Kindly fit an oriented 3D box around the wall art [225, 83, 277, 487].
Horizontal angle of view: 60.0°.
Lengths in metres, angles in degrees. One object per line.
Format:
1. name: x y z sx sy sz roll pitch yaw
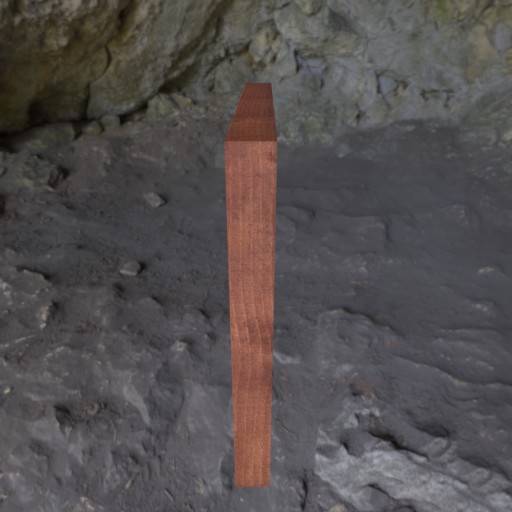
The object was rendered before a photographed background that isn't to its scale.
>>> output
1. wall art: 0.000 0.000 0.581 0.038 0.385 0.386 1 27 1
